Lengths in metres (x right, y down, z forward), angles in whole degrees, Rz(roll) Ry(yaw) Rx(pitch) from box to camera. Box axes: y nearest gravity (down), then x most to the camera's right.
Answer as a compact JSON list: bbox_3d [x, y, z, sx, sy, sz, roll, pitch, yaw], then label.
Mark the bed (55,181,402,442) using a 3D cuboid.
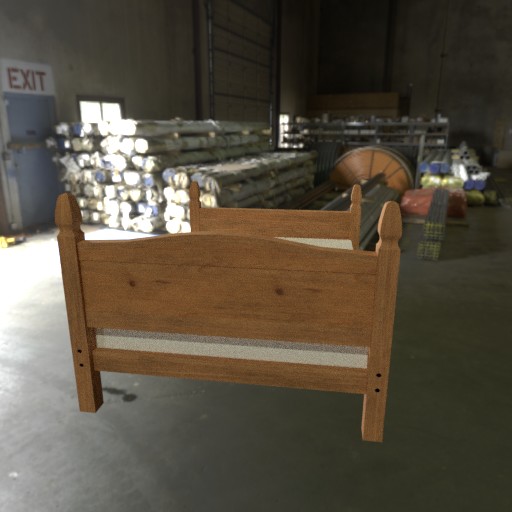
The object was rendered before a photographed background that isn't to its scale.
[{"bbox_3d":[0.000,0.000,2.953,1.490,1.100,2.069,3,17,8],"label":"bed"}]
